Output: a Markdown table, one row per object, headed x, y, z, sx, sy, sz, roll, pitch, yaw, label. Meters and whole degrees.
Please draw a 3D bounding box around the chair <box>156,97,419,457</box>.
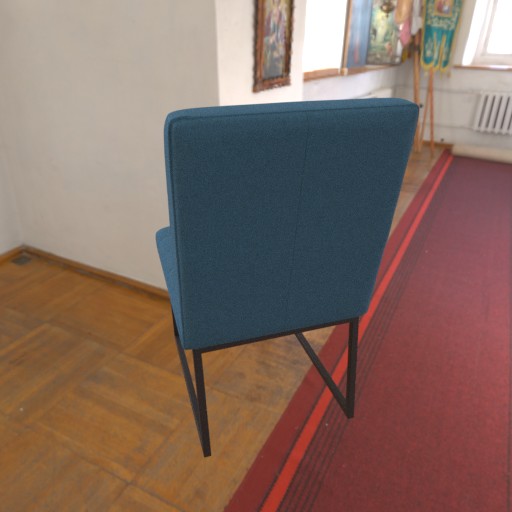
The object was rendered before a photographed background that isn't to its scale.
| x | y | z | sx | sy | sz | roll | pitch | yaw | label |
| --- | --- | --- | --- | --- | --- | --- | --- | --- | --- |
| 0.000 | 0.000 | 1.284 | 0.520 | 0.930 | 0.634 | -8 | 29 | -16 | chair |
